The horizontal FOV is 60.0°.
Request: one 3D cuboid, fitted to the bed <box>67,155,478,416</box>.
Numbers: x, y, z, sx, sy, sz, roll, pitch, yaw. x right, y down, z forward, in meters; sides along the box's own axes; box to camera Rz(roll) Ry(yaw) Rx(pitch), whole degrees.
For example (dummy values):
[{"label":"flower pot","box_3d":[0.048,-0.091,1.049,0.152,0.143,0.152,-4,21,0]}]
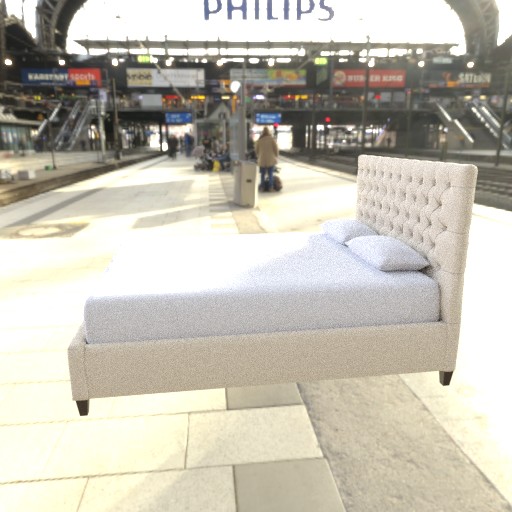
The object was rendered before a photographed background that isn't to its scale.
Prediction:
[{"label":"bed","box_3d":[0.000,0.000,3.351,2.387,1.427,1.698,-2,15,-8]}]
